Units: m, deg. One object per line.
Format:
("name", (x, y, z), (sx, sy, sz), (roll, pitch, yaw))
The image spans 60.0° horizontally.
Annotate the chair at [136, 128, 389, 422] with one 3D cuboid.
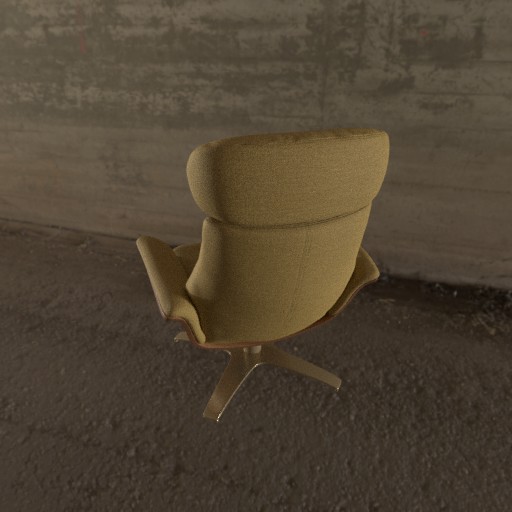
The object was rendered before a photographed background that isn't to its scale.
("chair", (0.000, 0.000, 1.574), (0.785, 0.995, 0.837), (-9, 28, -17))
